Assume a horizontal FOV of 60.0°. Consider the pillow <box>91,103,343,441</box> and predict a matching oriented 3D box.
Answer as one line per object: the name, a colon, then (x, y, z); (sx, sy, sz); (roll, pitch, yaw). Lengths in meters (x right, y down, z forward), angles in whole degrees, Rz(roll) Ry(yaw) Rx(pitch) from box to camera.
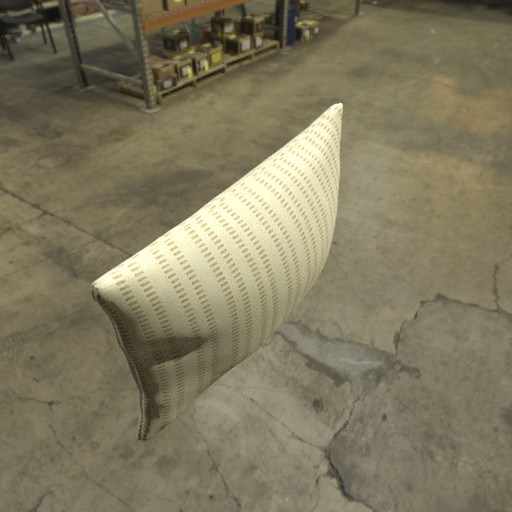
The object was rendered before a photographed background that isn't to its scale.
pillow: (0.000, 0.000, 0.798); (0.210, 0.353, 0.640); (24, 46, 25)
